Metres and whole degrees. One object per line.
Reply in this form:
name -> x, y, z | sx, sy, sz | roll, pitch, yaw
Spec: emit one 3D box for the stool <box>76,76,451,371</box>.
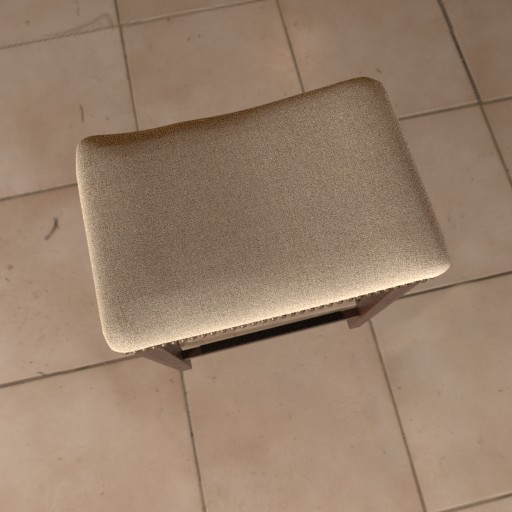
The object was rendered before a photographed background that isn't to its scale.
stool -> 0.000, 0.000, 0.945 | 0.509, 0.669, 0.363 | -13, 75, -4
